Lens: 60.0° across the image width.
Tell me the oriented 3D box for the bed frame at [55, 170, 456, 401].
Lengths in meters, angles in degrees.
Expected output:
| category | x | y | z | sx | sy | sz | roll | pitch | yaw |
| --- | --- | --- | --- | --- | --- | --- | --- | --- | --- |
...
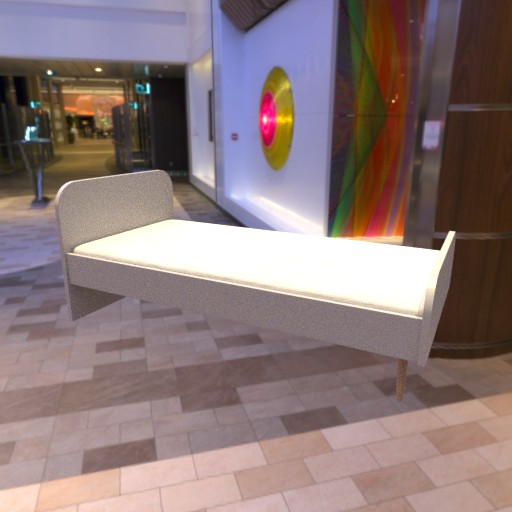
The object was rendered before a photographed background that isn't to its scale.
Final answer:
| category | x | y | z | sx | sy | sz | roll | pitch | yaw |
| --- | --- | --- | --- | --- | --- | --- | --- | --- | --- |
| bed frame | 0.000 | 0.000 | 2.485 | 1.963 | 0.805 | 0.998 | 8 | 18 | 26 |
